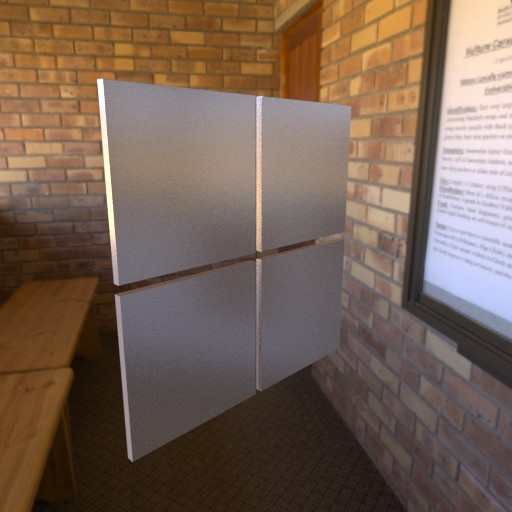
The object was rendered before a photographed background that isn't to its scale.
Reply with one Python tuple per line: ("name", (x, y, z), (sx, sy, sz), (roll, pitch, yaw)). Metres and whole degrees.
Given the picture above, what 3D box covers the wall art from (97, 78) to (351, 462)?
("wall art", (0.000, 0.000, 1.639), (0.029, 1.118, 1.118), (14, 19, 43))
